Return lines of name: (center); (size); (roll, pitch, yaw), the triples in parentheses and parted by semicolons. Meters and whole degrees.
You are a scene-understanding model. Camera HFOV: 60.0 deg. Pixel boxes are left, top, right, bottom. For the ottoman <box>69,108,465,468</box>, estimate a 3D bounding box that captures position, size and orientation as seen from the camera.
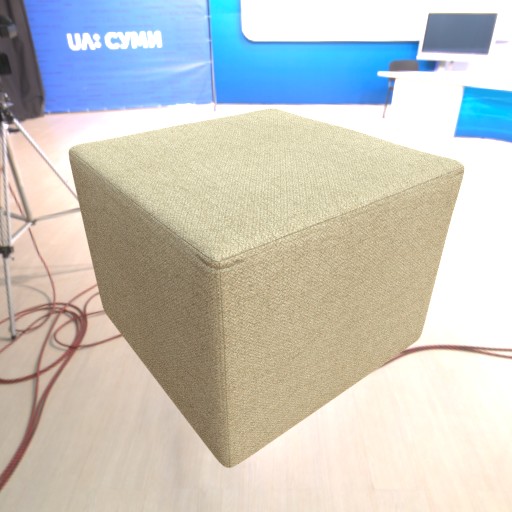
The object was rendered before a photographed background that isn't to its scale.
ottoman: (0.000, 0.000, 0.863); (0.508, 0.432, 0.508); (-22, 37, -31)
